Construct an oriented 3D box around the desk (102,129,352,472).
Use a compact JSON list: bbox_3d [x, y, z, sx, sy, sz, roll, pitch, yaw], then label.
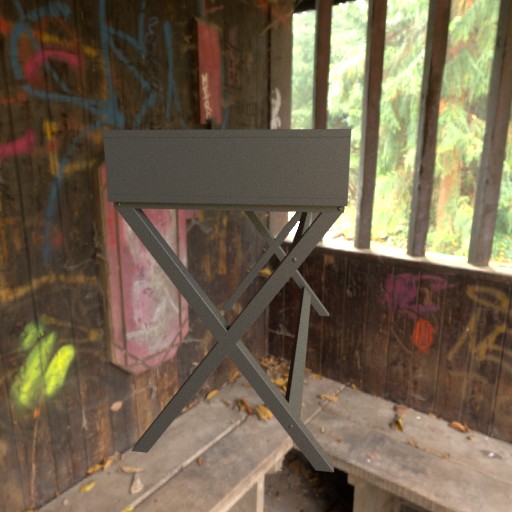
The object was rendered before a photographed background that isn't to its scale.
[{"bbox_3d":[0.000,0.000,1.482,0.525,0.780,1.057,2,14,8],"label":"desk"}]
